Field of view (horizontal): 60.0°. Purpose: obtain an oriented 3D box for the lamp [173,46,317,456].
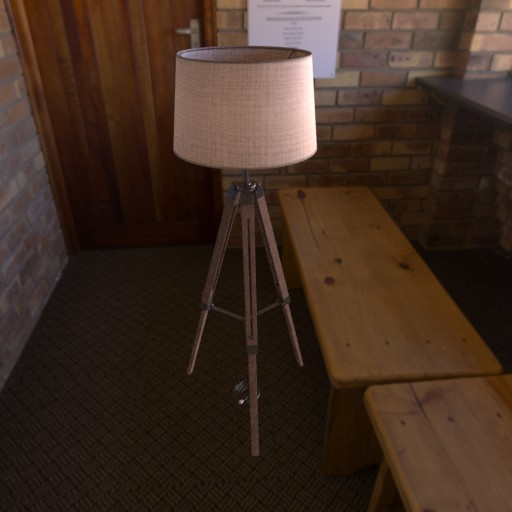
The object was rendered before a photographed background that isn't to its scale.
[{"bbox_3d":[0.000,0.000,1.793,0.587,1.510,0.604,-21,37,-31],"label":"lamp"}]
